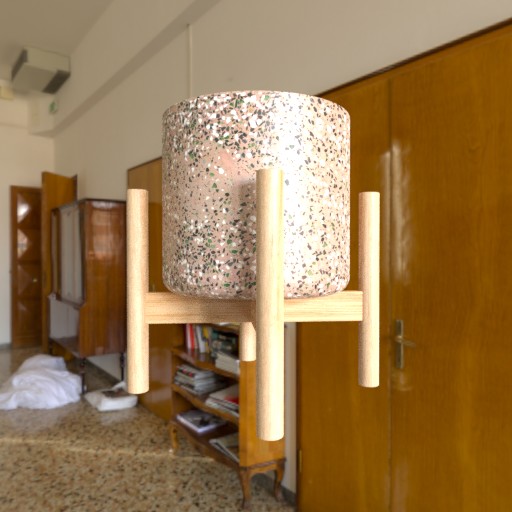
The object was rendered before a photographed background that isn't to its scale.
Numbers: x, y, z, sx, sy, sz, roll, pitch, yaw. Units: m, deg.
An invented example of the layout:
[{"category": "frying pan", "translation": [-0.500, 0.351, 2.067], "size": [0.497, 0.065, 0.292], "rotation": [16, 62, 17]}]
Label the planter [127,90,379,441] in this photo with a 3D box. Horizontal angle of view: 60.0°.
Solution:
[{"category": "planter", "translation": [0.000, 0.000, 0.537], "size": [0.284, 0.320, 0.284], "rotation": [0, 1, 17]}]
